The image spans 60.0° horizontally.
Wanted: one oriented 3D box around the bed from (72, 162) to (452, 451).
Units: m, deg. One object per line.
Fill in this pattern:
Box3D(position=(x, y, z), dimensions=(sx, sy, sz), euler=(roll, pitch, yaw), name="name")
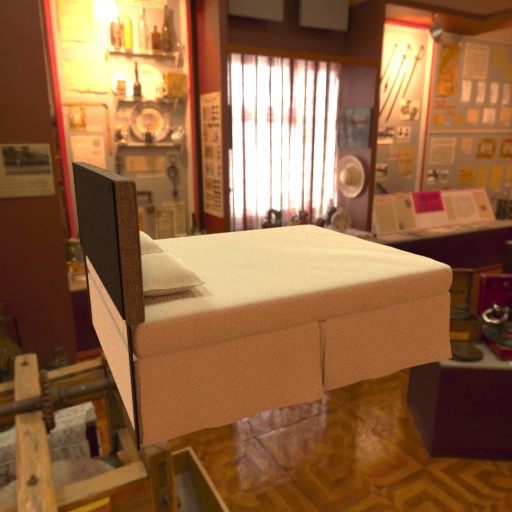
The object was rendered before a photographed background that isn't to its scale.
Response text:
Box3D(position=(0.000, 0.000, 2.866), dimensions=(1.958, 1.168, 1.621), euler=(-7, 16, -26), name="bed")
